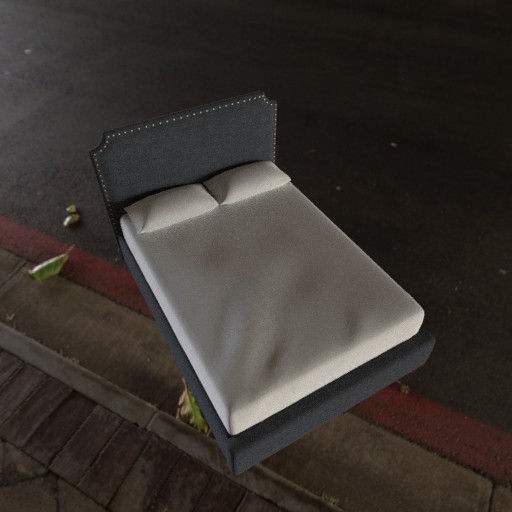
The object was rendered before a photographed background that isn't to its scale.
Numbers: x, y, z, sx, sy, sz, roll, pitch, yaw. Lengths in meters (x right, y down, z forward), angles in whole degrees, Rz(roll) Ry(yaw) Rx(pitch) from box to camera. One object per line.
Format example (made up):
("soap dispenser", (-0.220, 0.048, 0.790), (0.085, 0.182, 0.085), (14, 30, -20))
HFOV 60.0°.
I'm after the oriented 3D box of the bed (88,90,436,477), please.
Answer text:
("bed", (0.000, 0.000, 3.472), (1.713, 1.443, 2.372), (-22, 49, -20))
